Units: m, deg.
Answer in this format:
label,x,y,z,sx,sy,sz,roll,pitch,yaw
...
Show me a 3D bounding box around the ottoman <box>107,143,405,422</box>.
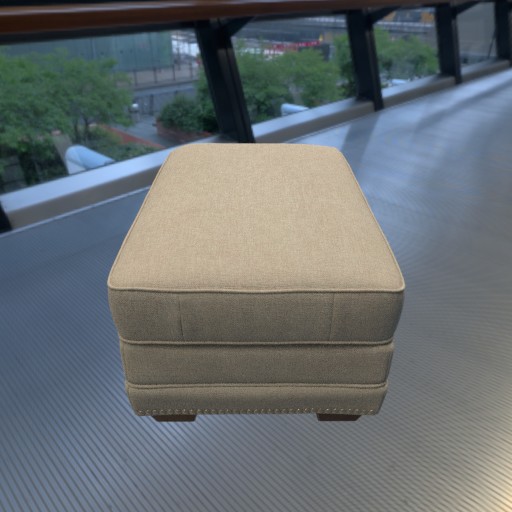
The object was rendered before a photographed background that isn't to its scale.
label,x,y,z,sx,sy,sz,roll,pitch,yaw
ottoman,0.000,0.000,1.191,0.559,0.458,0.813,0,31,0
